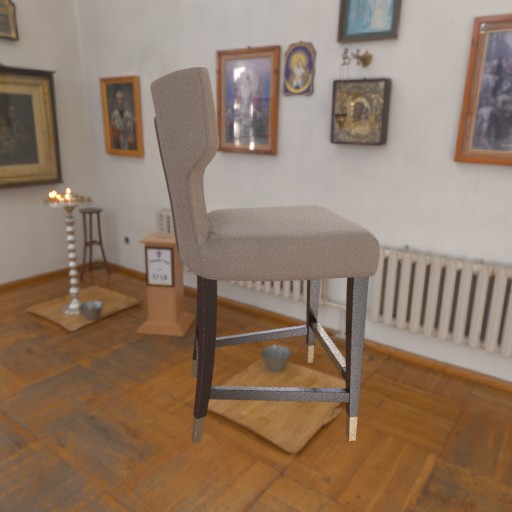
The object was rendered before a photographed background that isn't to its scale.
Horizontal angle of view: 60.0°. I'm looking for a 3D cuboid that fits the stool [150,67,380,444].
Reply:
[{"bbox_3d":[0.000,0.000,1.333,0.563,0.982,0.527,-2,15,-8],"label":"stool"}]
